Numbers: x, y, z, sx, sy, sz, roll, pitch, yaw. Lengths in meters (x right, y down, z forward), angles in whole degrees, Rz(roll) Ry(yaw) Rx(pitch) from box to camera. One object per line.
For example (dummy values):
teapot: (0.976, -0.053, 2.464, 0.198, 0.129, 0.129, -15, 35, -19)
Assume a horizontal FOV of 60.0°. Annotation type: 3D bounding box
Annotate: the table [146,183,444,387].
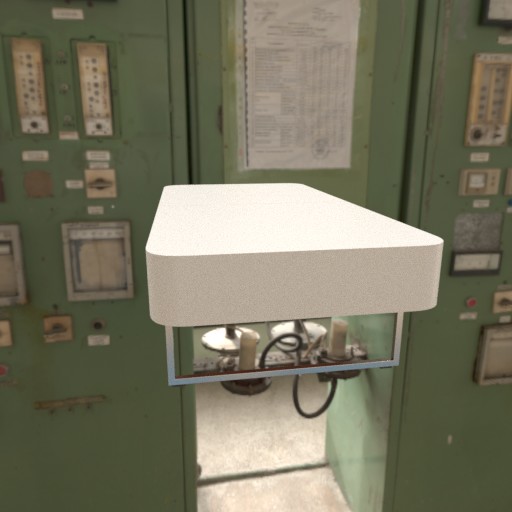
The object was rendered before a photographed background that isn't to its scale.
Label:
table: (0.000, 0.000, 1.434, 0.600, 0.340, 1.200, -2, 15, -9)
